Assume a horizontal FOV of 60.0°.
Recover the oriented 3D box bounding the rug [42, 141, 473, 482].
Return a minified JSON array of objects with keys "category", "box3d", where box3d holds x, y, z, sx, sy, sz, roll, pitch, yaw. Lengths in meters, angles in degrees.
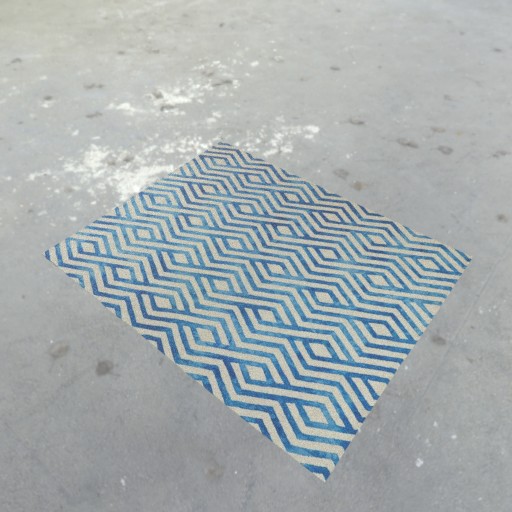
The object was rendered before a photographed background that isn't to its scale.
[{"category":"rug","box3d":[0.000,0.000,4.015,3.059,0.008,2.453,30,53,26]}]
